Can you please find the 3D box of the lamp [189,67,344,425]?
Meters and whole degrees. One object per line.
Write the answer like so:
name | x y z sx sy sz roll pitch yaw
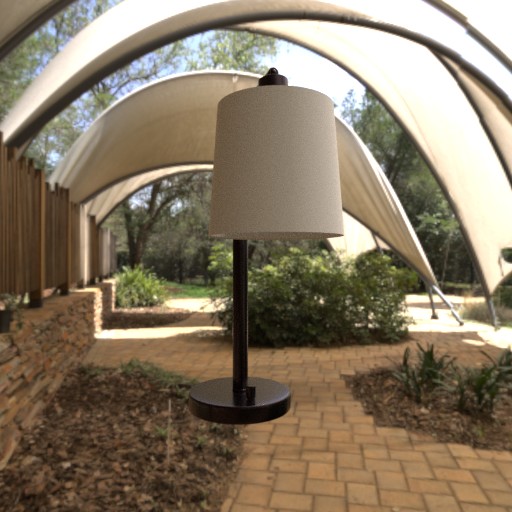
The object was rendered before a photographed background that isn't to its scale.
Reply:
lamp | 0.000 0.000 0.642 0.171 0.489 0.333 0 0 -18
